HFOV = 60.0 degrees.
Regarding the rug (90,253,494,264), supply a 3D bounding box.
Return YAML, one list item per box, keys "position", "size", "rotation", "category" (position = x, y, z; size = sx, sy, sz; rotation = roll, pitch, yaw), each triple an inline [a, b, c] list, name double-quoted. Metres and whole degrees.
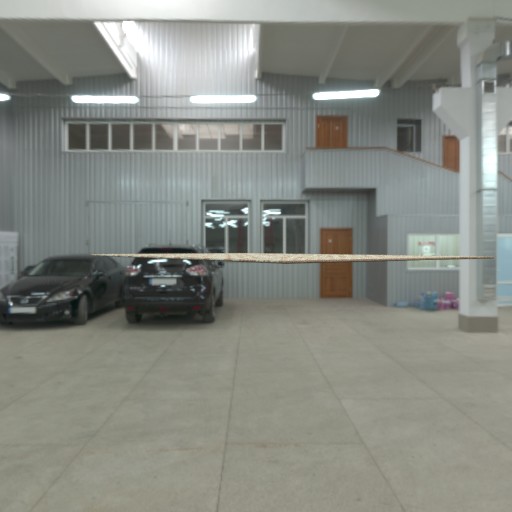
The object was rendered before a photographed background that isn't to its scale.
- position: [0.000, 0.000, 3.009]
  size: [1.526, 0.011, 2.435]
  rotation: [-1, 1, -36]
  category: "rug"
